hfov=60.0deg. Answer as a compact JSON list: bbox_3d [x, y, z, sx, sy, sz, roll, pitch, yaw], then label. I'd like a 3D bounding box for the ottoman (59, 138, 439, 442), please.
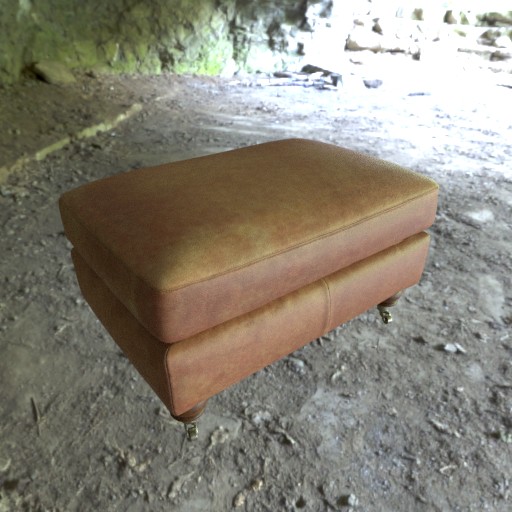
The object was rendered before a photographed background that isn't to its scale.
[{"bbox_3d":[0.000,0.000,1.210,0.852,0.507,0.565,-21,35,-32],"label":"ottoman"}]
